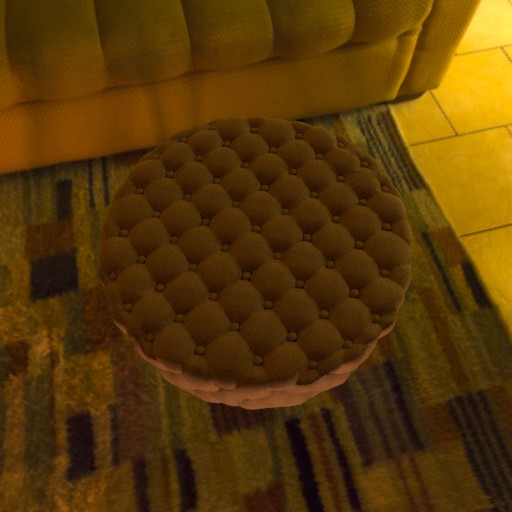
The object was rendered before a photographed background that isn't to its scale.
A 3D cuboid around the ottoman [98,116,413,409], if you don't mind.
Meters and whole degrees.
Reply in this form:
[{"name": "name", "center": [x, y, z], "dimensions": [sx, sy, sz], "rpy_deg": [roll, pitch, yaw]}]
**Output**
[{"name": "ottoman", "center": [0.000, 0.000, 1.533], "dimensions": [0.998, 0.399, 0.998], "rpy_deg": [0, 63, 0]}]
